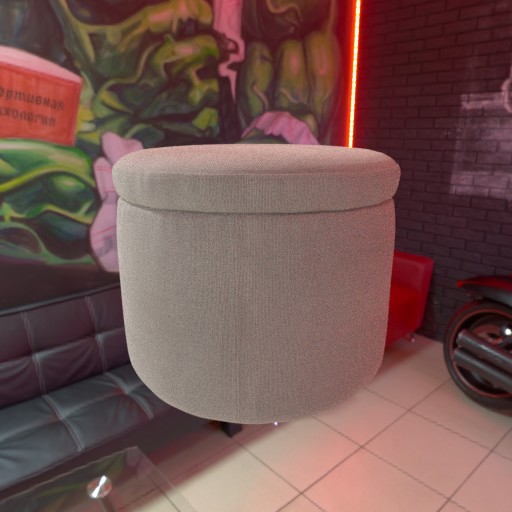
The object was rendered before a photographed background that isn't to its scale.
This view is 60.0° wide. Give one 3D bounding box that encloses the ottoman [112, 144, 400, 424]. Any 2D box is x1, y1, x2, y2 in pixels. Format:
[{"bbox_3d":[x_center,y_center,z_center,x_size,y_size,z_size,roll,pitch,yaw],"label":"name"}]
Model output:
[{"bbox_3d":[0.000,0.000,0.840,0.497,0.409,0.497,0,16,0],"label":"ottoman"}]
